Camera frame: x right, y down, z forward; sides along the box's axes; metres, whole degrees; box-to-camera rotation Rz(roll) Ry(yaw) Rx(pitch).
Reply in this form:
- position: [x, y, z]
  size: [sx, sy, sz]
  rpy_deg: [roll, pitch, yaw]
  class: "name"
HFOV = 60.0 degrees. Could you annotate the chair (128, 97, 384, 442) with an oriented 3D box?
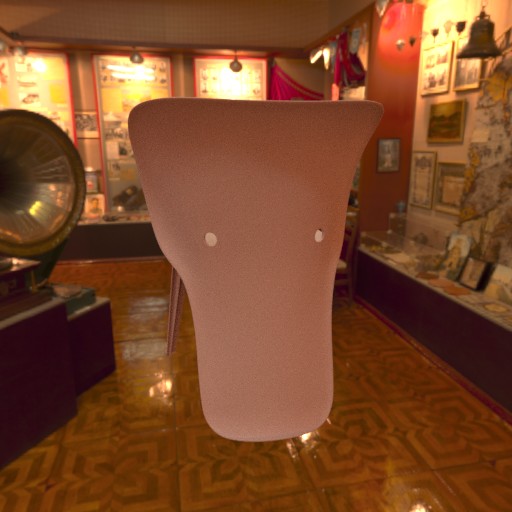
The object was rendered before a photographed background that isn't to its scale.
- position: [0.000, 0.000, 0.868]
  size: [0.451, 0.554, 0.402]
  rpy_deg: [-2, 14, -10]
  class: "chair"
